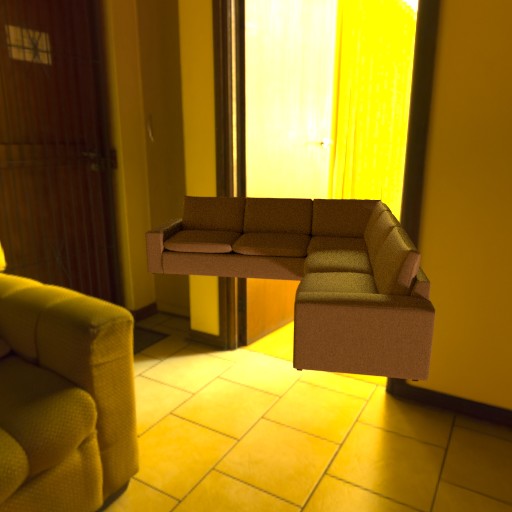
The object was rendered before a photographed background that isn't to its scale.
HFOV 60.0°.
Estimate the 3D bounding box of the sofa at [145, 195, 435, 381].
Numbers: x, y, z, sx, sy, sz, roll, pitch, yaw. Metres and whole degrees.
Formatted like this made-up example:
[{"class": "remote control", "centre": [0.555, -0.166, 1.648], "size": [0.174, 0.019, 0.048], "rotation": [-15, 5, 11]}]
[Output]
[{"class": "sofa", "centre": [0.000, 0.000, 4.117], "size": [2.622, 0.800, 2.742], "rotation": [3, 15, 10]}]
